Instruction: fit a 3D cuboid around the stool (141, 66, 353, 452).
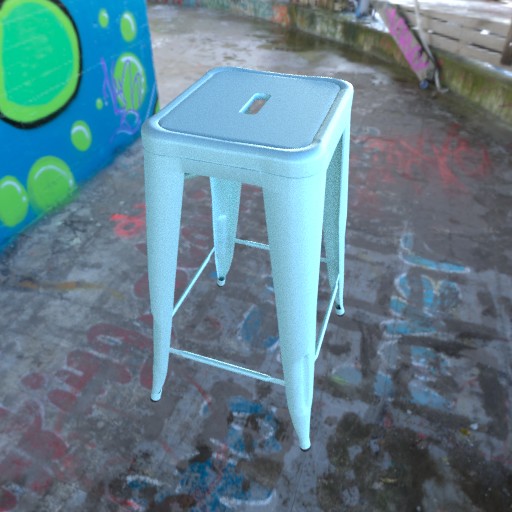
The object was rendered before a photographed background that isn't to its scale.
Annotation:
[{"bbox_3d":[0.000,0.000,0.860,0.359,0.609,0.399,12,42,14],"label":"stool"}]
